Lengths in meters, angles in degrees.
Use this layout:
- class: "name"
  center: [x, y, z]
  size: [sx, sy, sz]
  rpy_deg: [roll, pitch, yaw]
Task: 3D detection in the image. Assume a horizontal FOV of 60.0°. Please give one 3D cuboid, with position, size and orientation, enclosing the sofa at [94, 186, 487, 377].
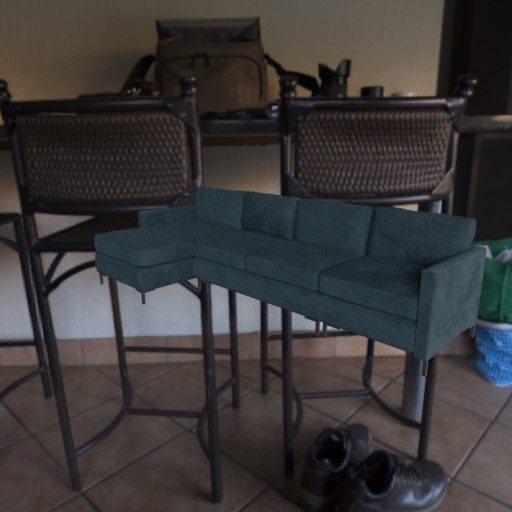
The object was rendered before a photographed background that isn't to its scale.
- class: "sofa"
  center: [0.000, 0.000, 4.011]
  size: [1.500, 0.967, 3.400]
  rpy_deg: [-14, 20, -43]
